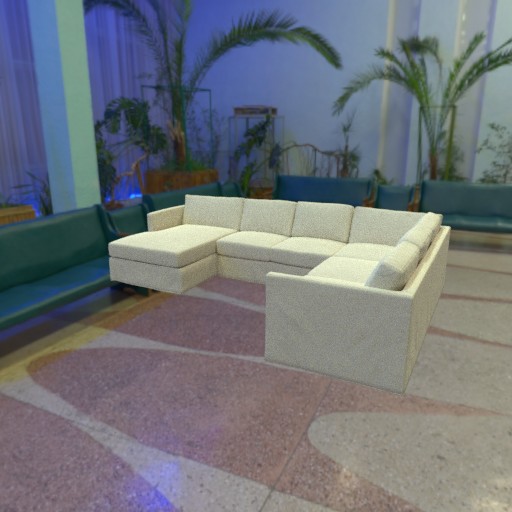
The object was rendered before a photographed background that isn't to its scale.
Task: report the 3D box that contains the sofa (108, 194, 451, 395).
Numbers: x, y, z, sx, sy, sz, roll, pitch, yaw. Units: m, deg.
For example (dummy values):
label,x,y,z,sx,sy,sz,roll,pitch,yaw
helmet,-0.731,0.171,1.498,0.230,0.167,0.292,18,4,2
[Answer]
label,x,y,z,sx,sy,sz,roll,pitch,yaw
sofa,0.000,0.000,4.559,3.464,0.882,2.448,8,17,27
